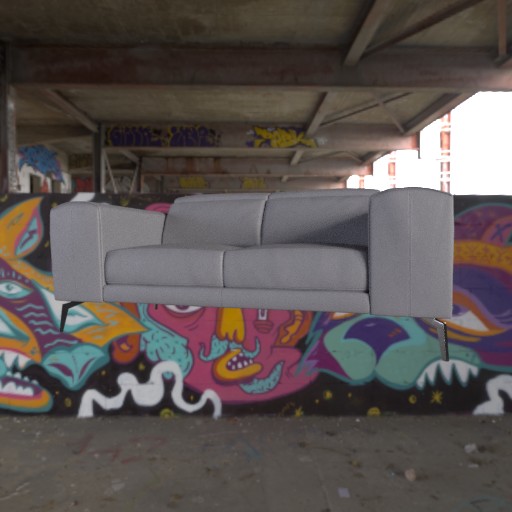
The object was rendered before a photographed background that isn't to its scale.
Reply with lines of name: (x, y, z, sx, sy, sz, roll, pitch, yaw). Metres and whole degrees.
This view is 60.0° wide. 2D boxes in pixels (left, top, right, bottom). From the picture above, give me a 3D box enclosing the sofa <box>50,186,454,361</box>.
sofa: (0.000, 0.000, 2.385, 1.895, 0.779, 1.003, 0, 1, 19)
